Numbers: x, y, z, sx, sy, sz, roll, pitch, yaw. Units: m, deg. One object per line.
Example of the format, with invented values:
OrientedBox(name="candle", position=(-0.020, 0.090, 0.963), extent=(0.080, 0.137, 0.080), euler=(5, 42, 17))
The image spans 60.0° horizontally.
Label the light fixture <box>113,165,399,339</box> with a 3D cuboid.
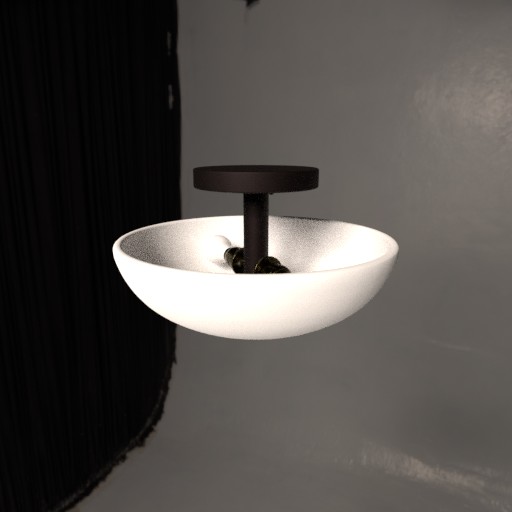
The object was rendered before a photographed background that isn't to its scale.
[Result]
OrientedBox(name="light fixture", position=(0.000, 0.000, 0.542), extent=(0.331, 0.212, 0.331), euler=(0, 14, 0))
